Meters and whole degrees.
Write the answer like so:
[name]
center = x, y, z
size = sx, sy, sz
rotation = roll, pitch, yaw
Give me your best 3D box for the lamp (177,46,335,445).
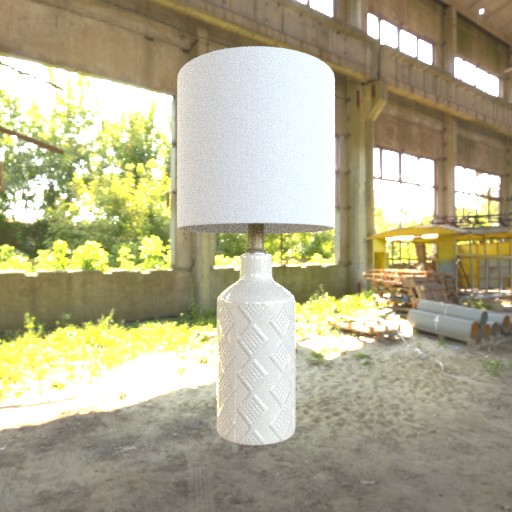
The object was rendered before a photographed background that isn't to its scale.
[lamp]
center = 0.000, 0.000, 0.589
size = 0.207, 0.461, 0.207
rotation = 0, 0, 19
